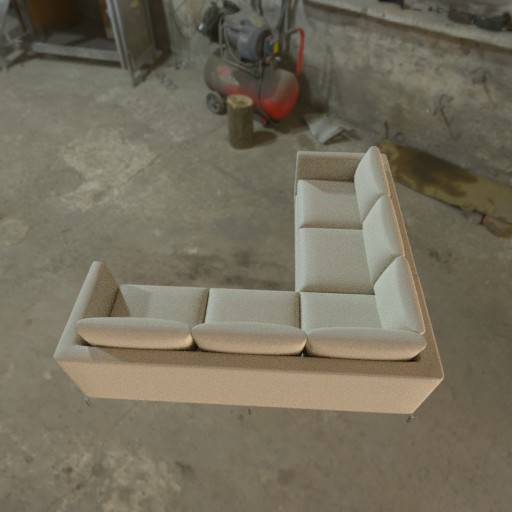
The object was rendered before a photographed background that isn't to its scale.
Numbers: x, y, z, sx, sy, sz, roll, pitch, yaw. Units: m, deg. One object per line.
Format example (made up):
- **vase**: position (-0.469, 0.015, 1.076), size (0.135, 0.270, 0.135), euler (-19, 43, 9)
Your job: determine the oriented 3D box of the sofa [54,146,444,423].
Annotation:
- **sofa**: position (0.000, 0.000, 3.742), size (2.448, 0.867, 2.430), euler (2, 47, 2)
